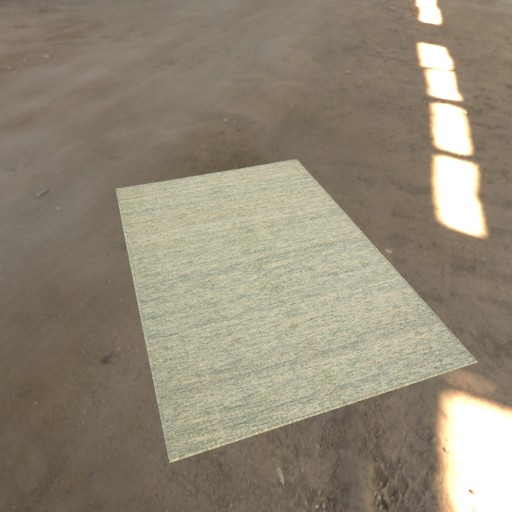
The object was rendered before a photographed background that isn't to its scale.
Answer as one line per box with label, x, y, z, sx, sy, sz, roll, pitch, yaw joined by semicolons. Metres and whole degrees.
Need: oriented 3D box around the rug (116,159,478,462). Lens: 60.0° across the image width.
rug;0.000;0.000;2.300;1.250;0.015;1.850;-12;41;-15
